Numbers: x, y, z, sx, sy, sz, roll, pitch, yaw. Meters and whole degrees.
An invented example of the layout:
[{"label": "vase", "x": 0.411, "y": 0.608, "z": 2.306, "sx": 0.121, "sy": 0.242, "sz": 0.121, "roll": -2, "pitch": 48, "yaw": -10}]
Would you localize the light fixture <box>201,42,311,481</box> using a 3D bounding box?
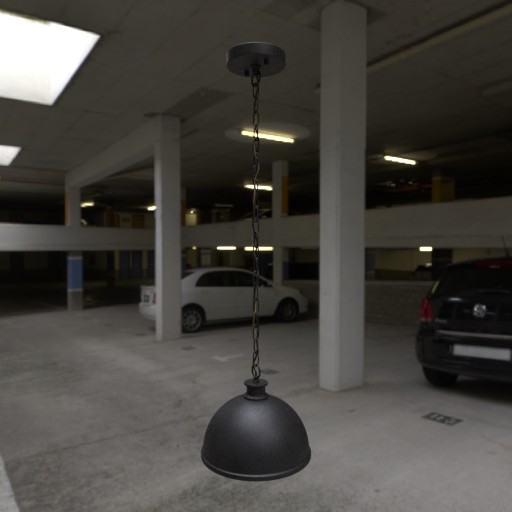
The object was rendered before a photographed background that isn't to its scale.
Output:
[{"label": "light fixture", "x": 0.000, "y": 0.000, "z": 1.216, "sx": 0.304, "sy": 1.090, "sz": 0.304, "roll": -1, "pitch": 2, "yaw": -35}]
